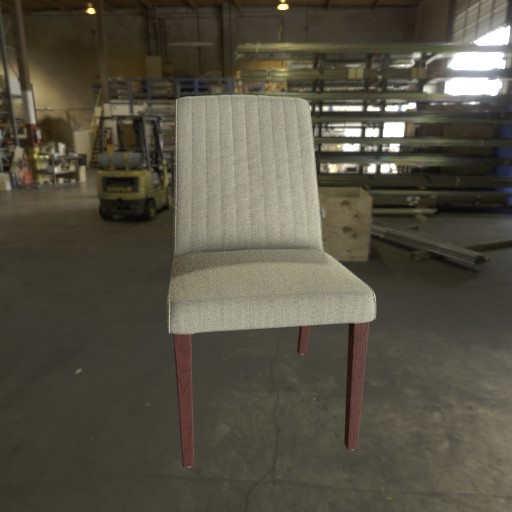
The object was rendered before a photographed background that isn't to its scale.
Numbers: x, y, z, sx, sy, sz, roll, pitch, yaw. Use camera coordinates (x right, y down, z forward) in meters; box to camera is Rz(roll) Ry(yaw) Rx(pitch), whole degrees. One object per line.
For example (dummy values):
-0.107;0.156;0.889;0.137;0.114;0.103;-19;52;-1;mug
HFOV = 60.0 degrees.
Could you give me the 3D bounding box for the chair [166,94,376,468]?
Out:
0.000;0.000;1.248;0.480;0.900;0.594;-2;15;-8;chair
